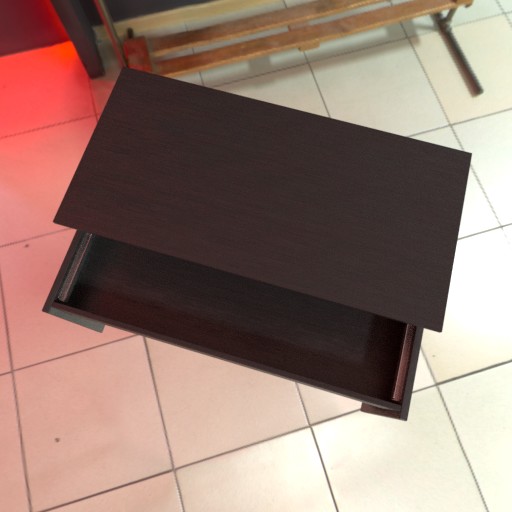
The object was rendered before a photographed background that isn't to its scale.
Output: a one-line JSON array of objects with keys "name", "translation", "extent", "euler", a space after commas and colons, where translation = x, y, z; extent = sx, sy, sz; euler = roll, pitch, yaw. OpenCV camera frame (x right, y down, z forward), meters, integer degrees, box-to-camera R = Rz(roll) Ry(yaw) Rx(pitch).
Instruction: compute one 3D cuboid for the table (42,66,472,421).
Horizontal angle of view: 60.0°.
[{"name": "table", "translation": [0.000, 0.000, 1.401], "extent": [1.000, 0.570, 0.712], "euler": [16, 74, 5]}]
